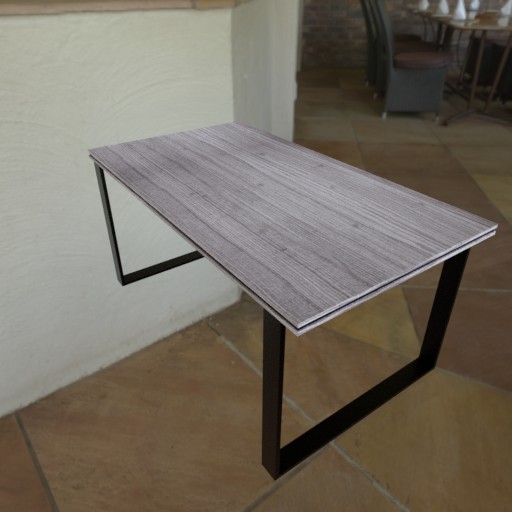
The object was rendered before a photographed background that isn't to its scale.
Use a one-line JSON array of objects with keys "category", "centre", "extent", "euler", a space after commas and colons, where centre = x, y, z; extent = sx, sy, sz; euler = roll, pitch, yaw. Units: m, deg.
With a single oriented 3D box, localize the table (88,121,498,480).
[{"category": "table", "centre": [0.000, 0.000, 2.018], "extent": [0.881, 0.736, 1.579], "euler": [-21, 37, -30]}]
